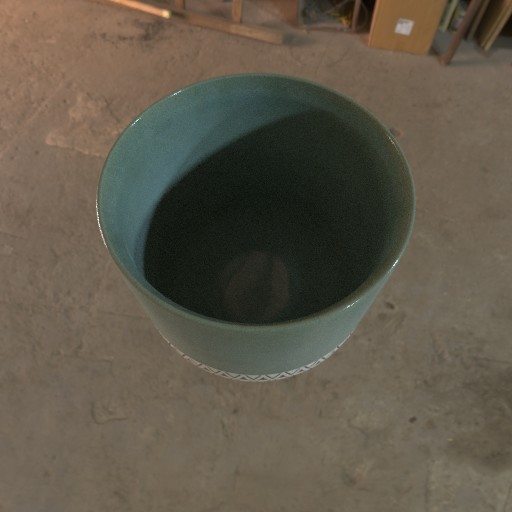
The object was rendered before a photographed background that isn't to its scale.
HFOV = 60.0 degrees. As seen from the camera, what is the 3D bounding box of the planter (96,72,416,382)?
[{"bbox_3d":[0.000,0.000,0.491,0.266,0.270,0.266,0,62,0],"label":"planter"}]
